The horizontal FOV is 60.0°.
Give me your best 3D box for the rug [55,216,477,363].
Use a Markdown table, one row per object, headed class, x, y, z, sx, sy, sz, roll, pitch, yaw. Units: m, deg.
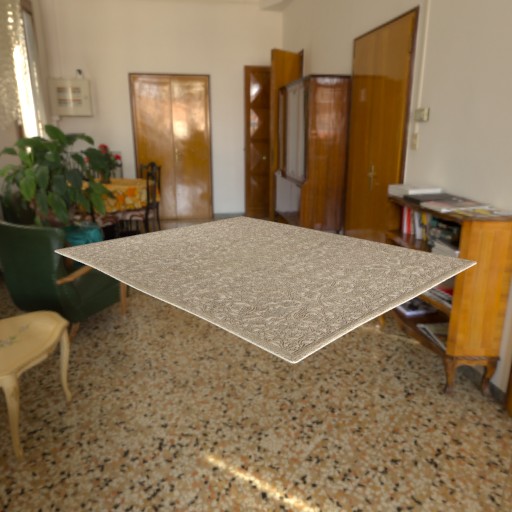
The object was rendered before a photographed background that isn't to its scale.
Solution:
| class | x | y | z | sx | sy | sz | roll | pitch | yaw |
| --- | --- | --- | --- | --- | --- | --- | --- | --- | --- |
| rug | 0.000 | 0.000 | 4.067 | 2.472 | 0.035 | 3.017 | -15 | 22 | -43 |
